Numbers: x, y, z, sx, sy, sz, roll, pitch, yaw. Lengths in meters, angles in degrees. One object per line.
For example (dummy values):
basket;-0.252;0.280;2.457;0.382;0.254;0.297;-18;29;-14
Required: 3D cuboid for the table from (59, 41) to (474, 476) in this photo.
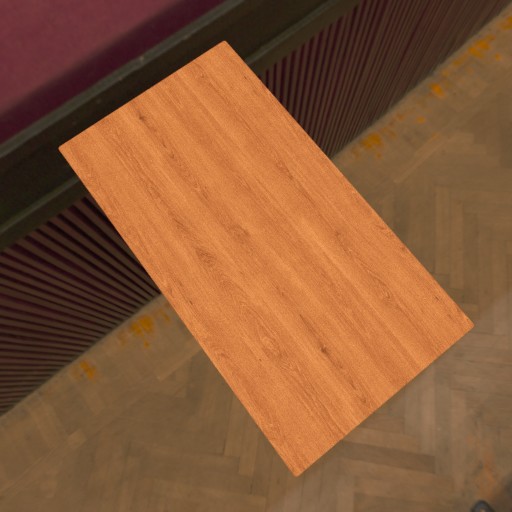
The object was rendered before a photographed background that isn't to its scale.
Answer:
table;0.000;0.000;2.073;0.900;0.760;1.600;-37;79;-8
